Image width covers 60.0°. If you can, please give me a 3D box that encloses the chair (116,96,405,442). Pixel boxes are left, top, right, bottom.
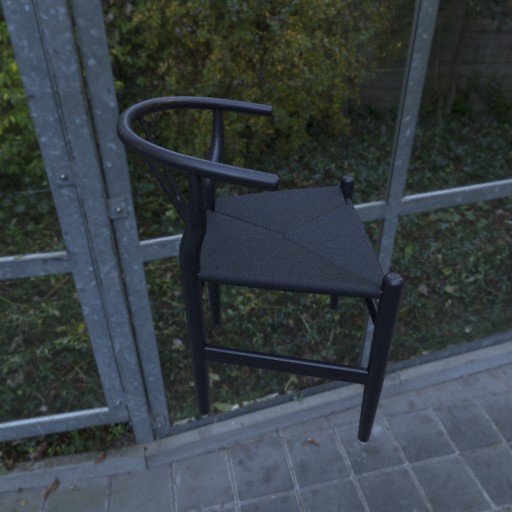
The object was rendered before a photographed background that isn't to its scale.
[{"bbox_3d":[0.000,0.000,1.136,0.579,0.730,0.569,0,31,0],"label":"chair"}]
